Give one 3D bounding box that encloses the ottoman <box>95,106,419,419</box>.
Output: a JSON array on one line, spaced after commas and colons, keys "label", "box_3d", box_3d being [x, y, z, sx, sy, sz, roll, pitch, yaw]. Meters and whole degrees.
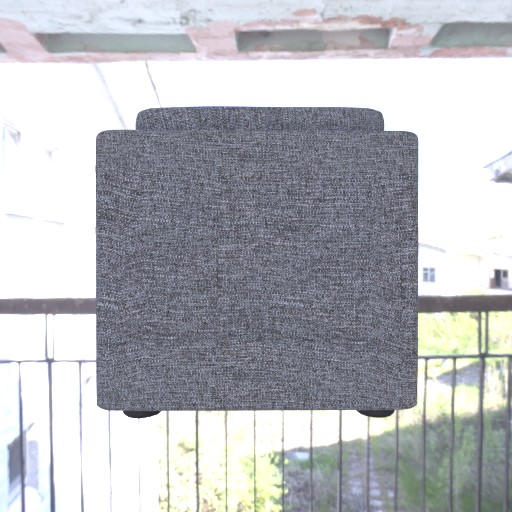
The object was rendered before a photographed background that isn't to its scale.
[{"label": "ottoman", "box_3d": [0.000, 0.000, 0.825, 0.450, 0.460, 0.450, 0, 1, -1]}]
